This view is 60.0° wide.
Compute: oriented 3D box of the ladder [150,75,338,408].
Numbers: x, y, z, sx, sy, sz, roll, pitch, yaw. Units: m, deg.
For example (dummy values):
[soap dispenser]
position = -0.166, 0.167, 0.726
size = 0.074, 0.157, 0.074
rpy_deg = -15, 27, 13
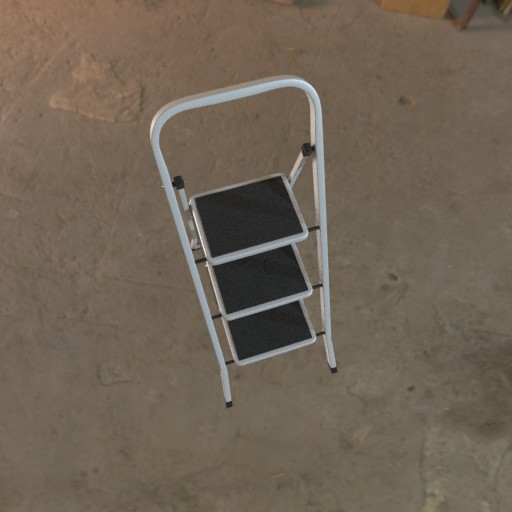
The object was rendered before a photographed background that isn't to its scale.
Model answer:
[ladder]
position = 0.000, 0.000, 1.398
size = 0.460, 1.050, 0.711
rpy_deg = -16, 67, -7
